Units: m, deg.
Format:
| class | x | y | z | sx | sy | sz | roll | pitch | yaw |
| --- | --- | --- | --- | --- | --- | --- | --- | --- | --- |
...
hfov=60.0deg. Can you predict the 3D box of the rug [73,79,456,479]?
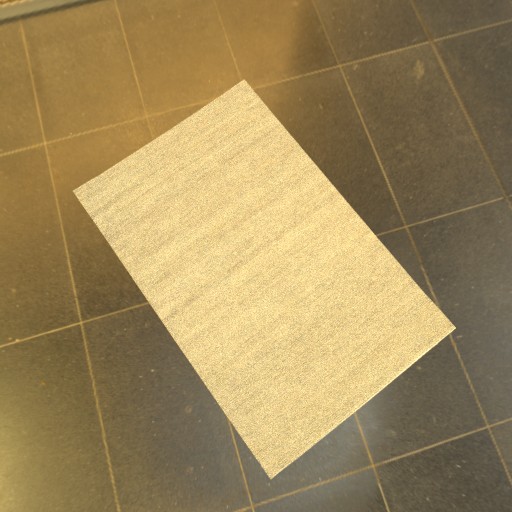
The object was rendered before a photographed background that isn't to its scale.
| class | x | y | z | sx | sy | sz | roll | pitch | yaw |
| --- | --- | --- | --- | --- | --- | --- | --- | --- | --- |
| rug | 0.000 | 0.000 | 2.339 | 1.179 | 0.022 | 1.820 | -36 | 78 | -9 |
